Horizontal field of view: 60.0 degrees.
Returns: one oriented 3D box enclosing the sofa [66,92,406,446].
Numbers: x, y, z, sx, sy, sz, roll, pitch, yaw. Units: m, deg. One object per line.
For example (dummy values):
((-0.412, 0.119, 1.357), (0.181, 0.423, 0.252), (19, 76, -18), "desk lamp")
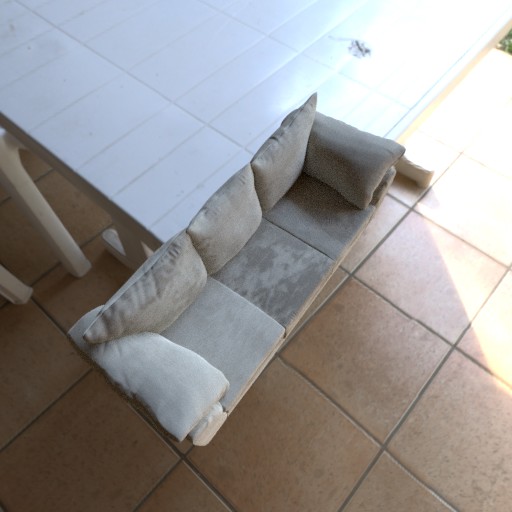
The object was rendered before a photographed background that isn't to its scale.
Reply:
((0.000, 0.000, 2.908), (0.893, 0.981, 2.377), (32, 63, 18), "sofa")
